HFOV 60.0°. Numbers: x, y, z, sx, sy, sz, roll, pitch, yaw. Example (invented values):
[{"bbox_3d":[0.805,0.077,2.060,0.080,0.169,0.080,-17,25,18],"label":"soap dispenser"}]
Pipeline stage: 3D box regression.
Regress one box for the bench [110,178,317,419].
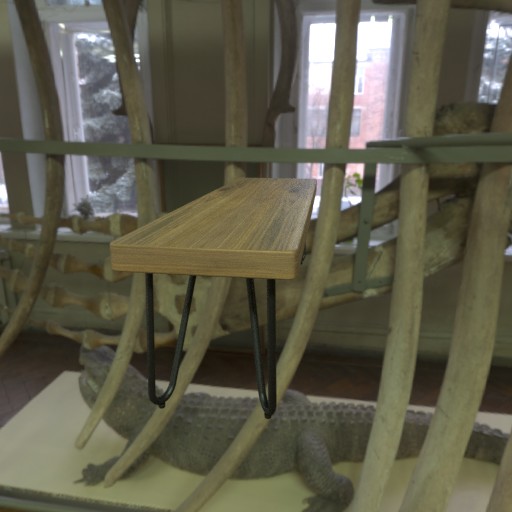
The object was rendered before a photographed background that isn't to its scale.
[{"bbox_3d":[0.000,0.000,1.752,0.425,0.462,1.570,2,16,9],"label":"bench"}]
